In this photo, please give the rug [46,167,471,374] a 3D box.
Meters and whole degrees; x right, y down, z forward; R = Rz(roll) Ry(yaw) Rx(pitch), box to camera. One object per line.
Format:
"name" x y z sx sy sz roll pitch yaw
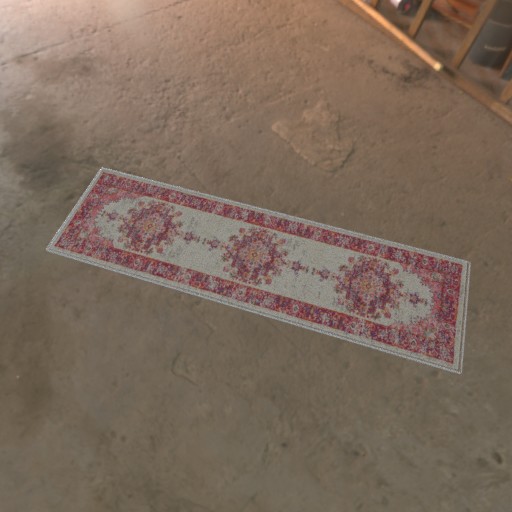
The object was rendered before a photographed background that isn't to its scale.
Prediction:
"rug" 0.000 0.000 2.483 2.294 0.011 0.666 15 59 9
